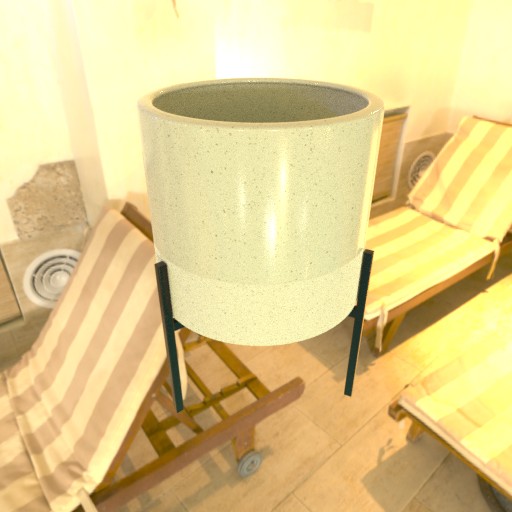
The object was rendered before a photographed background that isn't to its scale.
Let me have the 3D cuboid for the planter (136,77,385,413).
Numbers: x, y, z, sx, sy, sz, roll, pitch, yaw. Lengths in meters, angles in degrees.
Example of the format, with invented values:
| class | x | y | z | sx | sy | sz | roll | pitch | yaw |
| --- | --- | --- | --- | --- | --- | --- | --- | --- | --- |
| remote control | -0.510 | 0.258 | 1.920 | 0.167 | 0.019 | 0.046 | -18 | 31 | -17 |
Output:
| class | x | y | z | sx | sy | sz | roll | pitch | yaw |
| --- | --- | --- | --- | --- | --- | --- | --- | --- | --- |
| planter | 0.000 | 0.000 | 0.334 | 0.159 | 0.230 | 0.152 | -21 | 36 | -31 |
